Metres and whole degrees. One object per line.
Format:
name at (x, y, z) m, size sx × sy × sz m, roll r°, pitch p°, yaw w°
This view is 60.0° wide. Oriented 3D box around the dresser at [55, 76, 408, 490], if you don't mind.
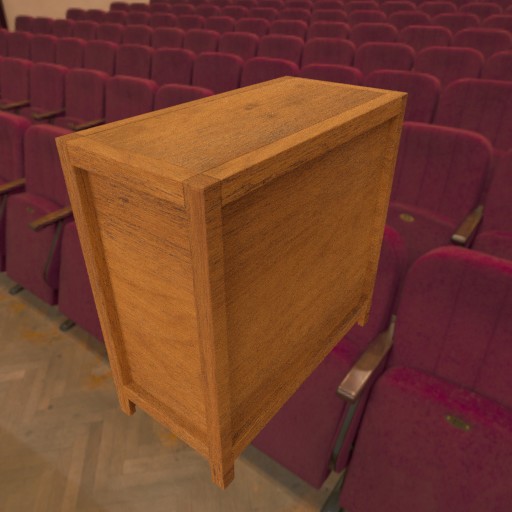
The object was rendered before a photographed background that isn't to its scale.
dresser at (0.000, 0.000, 1.252) m, size 0.427 × 0.804 × 0.804 m, roll 22°, pitch 39°, yaw 31°
